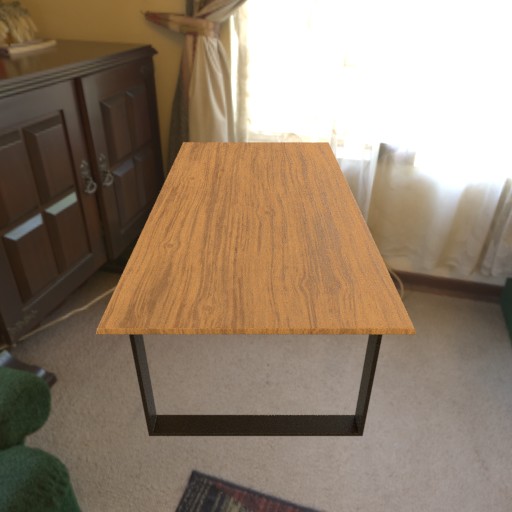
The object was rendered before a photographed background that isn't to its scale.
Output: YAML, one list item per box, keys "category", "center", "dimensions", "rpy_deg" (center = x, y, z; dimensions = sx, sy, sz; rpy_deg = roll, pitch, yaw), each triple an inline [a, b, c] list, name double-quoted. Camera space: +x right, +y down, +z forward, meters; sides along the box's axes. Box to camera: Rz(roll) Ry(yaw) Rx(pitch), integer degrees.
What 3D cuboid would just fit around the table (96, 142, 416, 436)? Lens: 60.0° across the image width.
- category: "table"
  center: [0.000, 0.000, 1.637]
  dimensions: [0.693, 0.445, 1.331]
  rpy_deg: [0, 31, 0]
